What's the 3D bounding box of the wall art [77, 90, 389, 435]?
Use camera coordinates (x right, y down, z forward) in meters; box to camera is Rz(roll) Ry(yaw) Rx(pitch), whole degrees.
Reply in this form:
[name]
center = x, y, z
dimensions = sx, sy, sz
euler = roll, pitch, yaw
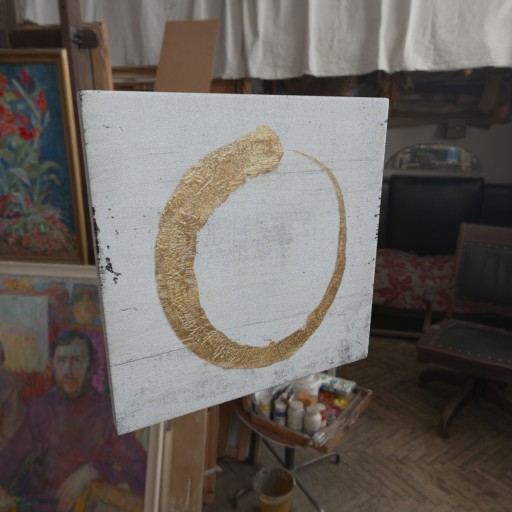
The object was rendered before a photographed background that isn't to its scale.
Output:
[wall art]
center = 0.000, 0.000, 0.895
dimensions = 0.610, 0.611, 0.040
euler = -9, 20, -27
